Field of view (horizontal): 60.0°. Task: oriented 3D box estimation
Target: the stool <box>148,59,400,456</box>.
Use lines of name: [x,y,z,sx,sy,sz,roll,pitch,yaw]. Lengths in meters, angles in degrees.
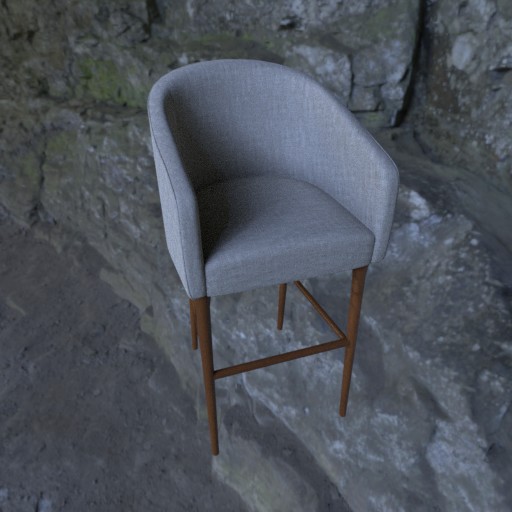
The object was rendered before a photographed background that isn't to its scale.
stool: [0.000,0.000,1.408,0.559,1.078,0.607,-10,33,-16]
